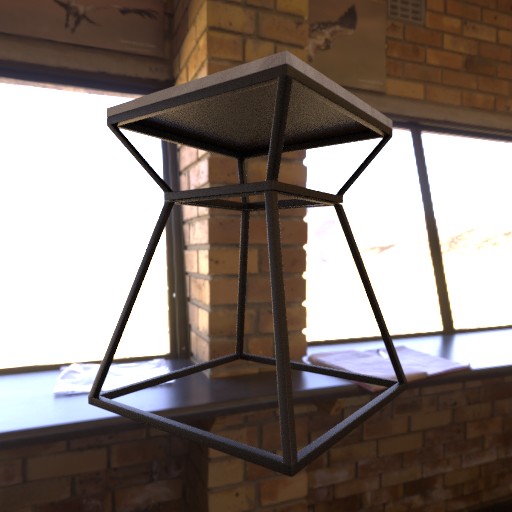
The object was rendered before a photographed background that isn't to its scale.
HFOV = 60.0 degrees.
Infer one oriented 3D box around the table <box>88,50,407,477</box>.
[{"bbox_3d":[0.000,0.000,0.880,0.455,0.559,0.455,1,1,37],"label":"table"}]
